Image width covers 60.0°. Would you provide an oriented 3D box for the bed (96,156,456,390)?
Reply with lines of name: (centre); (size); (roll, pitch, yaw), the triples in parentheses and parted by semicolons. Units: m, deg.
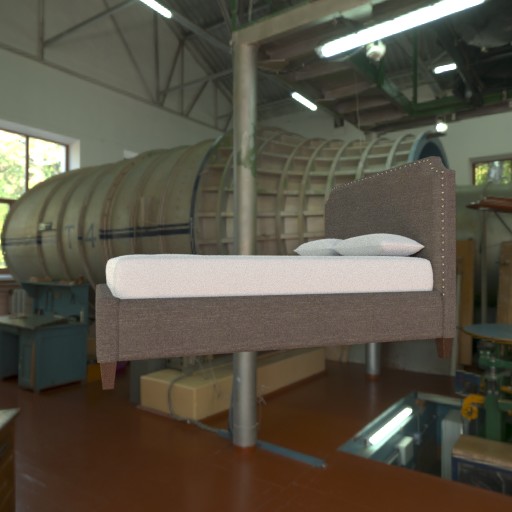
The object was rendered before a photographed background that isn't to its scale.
bed: (0.000, 0.000, 3.511); (2.381, 1.457, 1.713); (0, -1, -20)
